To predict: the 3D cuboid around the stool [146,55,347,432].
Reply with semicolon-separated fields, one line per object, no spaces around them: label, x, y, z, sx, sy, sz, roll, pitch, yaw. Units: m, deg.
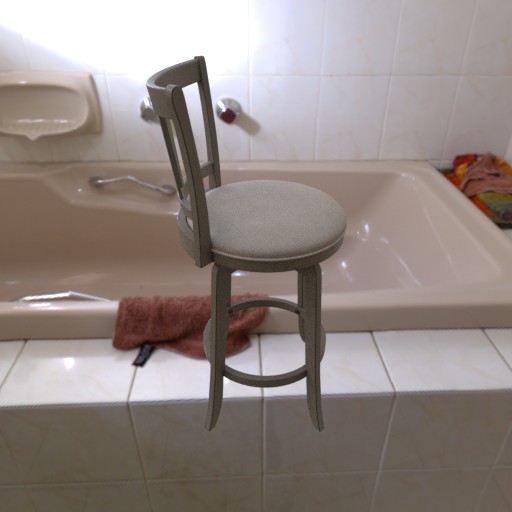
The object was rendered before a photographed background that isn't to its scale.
stool;0.000;0.000;1.260;0.486;0.994;0.450;0;31;0
